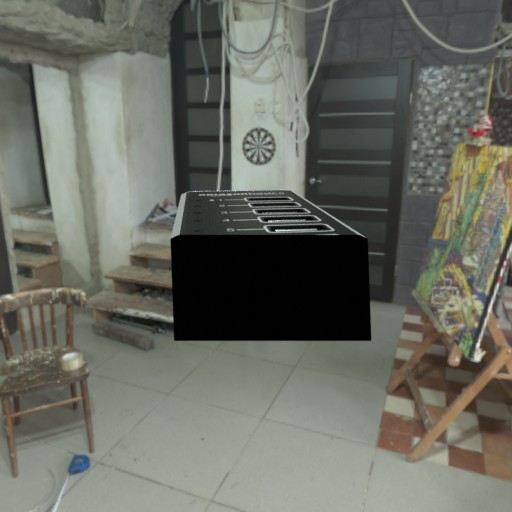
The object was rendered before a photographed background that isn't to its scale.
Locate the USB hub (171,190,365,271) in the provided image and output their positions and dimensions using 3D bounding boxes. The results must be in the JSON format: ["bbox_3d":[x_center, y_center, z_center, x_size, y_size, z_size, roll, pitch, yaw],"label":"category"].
[{"bbox_3d":[0.000,0.000,0.125,0.044,0.023,0.110,-2,16,-7],"label":"USB hub"}]
